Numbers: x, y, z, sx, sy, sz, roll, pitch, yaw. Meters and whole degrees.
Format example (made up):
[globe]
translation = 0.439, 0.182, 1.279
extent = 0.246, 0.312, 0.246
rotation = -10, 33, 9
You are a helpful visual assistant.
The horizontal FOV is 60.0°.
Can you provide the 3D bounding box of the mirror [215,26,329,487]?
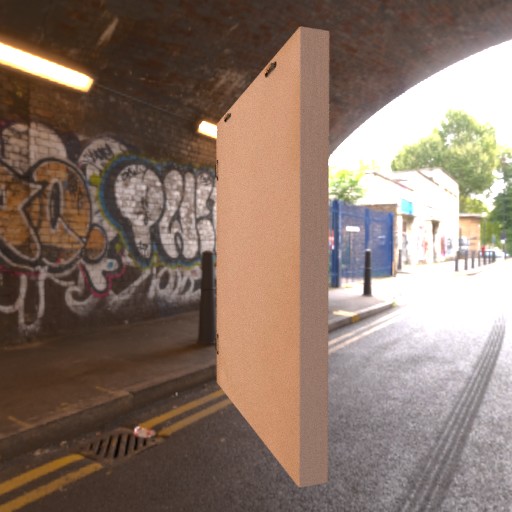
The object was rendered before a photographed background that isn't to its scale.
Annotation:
[mirror]
translation = 0.000, 0.000, 0.684
extent = 0.041, 0.508, 0.405
rotation = 0, 1, -18
